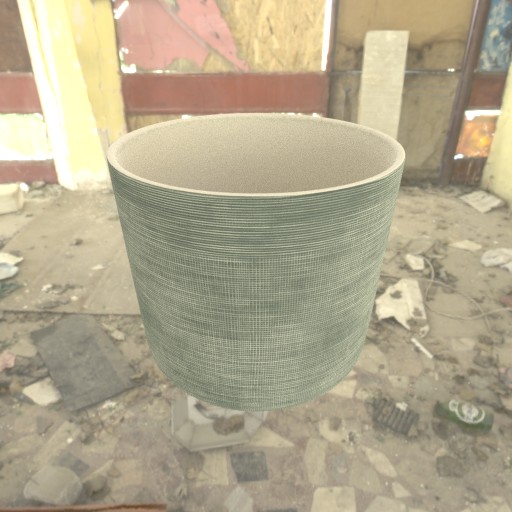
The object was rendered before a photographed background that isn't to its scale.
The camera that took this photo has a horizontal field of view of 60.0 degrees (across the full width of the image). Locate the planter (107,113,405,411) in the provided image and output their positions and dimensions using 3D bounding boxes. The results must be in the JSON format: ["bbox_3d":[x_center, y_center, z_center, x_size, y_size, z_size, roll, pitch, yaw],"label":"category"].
[{"bbox_3d":[0.000,0.000,0.776,0.440,0.398,0.440,0,29,0],"label":"planter"}]
